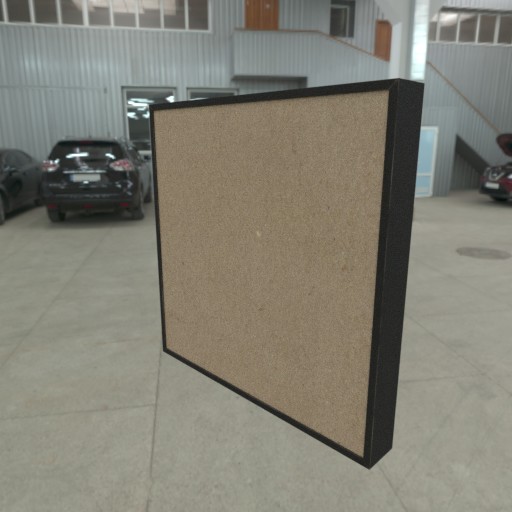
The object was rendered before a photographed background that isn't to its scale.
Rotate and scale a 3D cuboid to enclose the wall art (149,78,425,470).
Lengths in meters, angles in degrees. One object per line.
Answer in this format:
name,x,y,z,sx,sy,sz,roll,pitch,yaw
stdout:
wall art,0.000,0.000,0.448,0.038,0.305,0.305,-14,20,-43
